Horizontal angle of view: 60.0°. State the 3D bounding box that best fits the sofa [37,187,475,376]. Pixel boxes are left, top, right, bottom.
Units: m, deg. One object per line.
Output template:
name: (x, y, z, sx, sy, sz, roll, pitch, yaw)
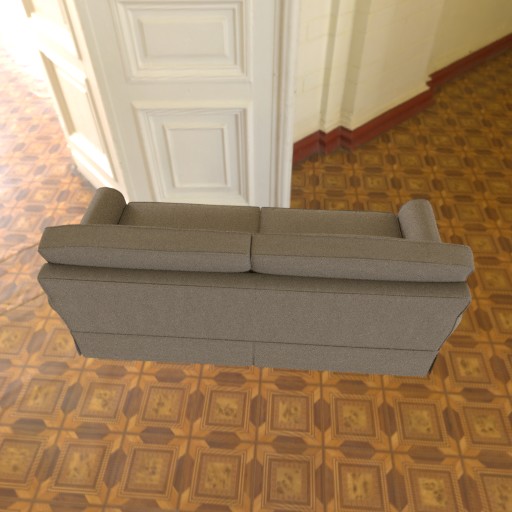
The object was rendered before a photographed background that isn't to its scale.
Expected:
sofa: (0.000, 0.000, 2.684, 2.248, 0.943, 0.991, 3, 47, 2)
